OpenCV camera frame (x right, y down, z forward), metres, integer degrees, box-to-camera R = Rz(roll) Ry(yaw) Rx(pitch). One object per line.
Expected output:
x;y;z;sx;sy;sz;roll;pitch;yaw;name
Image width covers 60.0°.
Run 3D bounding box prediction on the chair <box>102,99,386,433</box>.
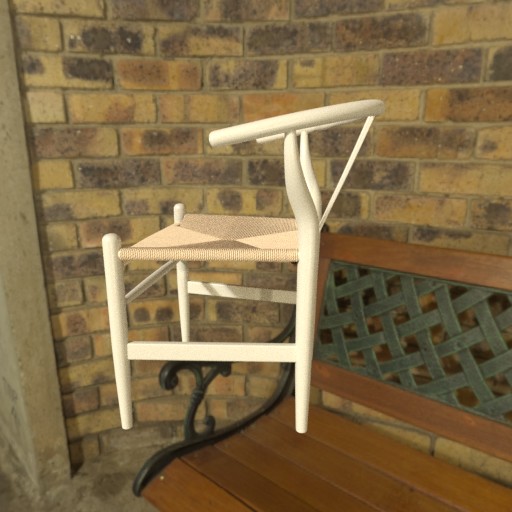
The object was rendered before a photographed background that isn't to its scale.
0.000;0.000;1.118;0.579;0.730;0.569;2;15;9;chair
